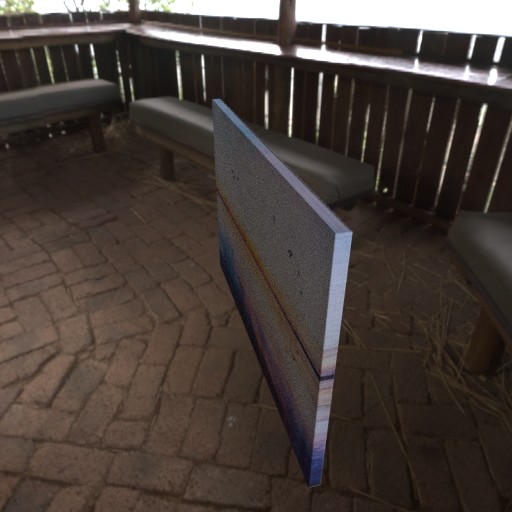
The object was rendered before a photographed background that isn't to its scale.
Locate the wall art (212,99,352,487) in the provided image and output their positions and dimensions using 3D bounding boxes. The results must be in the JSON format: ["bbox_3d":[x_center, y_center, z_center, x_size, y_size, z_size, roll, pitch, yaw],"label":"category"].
[{"bbox_3d":[0.000,0.000,1.440,0.034,0.756,1.137,-8,32,-13],"label":"wall art"}]
